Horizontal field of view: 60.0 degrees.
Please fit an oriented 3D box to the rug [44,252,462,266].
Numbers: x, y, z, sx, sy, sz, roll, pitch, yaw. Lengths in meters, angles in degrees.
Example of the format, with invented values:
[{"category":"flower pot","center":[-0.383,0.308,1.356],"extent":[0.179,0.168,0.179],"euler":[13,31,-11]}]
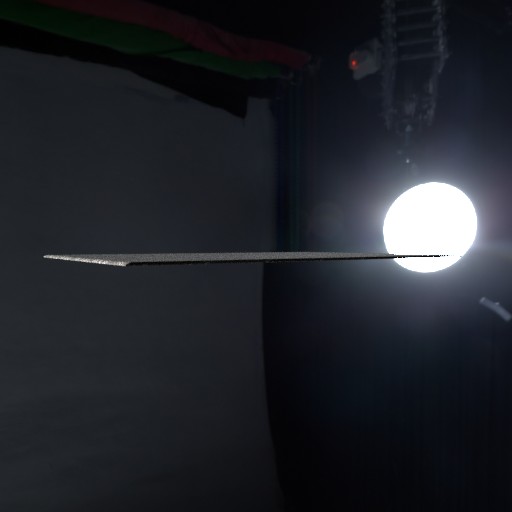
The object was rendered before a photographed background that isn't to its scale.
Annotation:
[{"category":"rug","center":[0.000,0.000,2.343],"extent":[1.836,0.012,1.239],"euler":[-1,2,-36]}]
